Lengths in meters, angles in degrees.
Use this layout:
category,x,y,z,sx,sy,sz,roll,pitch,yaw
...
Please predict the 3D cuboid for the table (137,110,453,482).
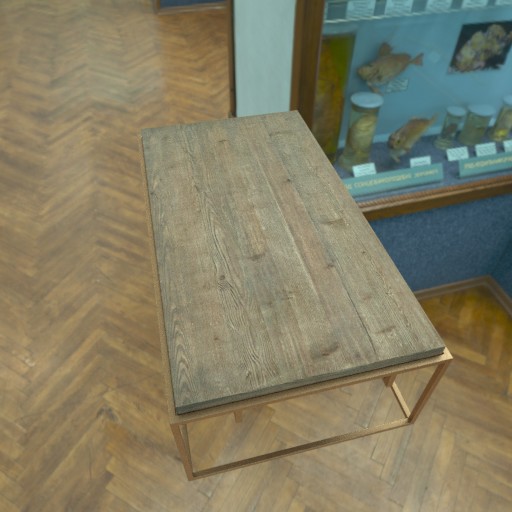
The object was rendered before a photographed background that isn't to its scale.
category,x,y,z,sx,sy,sz,roll,pitch,yaw
table,0.000,0.000,1.759,0.775,0.468,1.387,-10,47,-10
